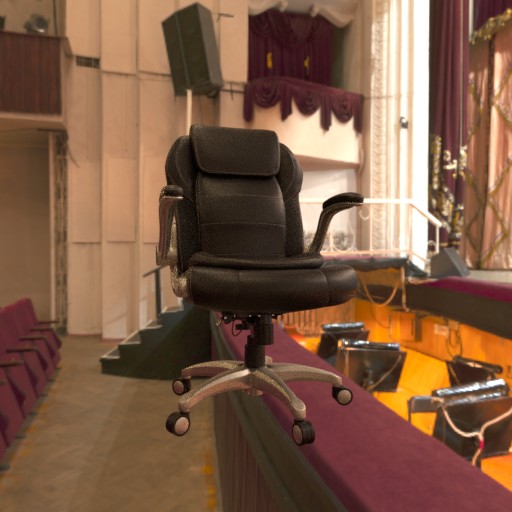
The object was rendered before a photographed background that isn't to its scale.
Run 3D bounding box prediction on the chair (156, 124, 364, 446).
[{"bbox_3d":[0.000,0.000,1.685,0.724,1.141,0.801,0,1,-16],"label":"chair"}]
